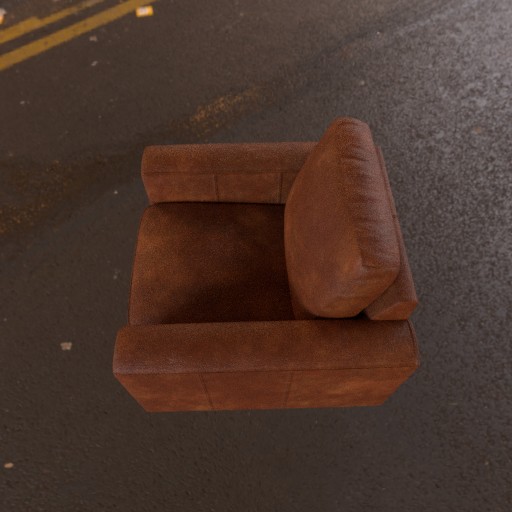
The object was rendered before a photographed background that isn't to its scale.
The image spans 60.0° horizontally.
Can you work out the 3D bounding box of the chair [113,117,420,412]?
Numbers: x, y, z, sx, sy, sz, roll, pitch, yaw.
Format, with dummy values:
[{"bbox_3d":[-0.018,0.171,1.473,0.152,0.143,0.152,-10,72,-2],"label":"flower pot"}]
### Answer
[{"bbox_3d":[0.000,0.000,1.753,1.016,0.873,1.005,-1,58,-1],"label":"chair"}]
